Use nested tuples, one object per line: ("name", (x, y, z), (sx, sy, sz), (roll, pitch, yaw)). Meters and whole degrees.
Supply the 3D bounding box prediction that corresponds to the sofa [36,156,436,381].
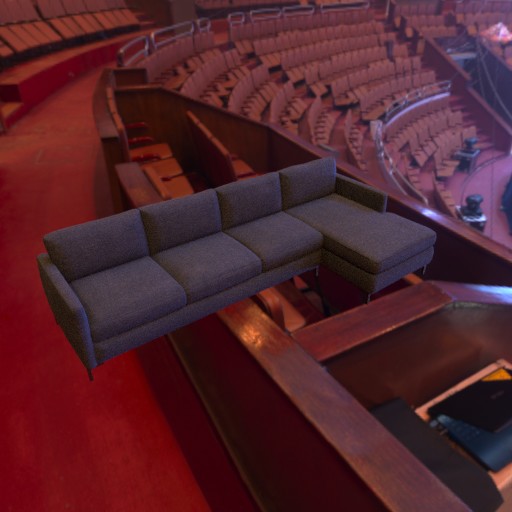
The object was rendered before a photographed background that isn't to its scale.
("sofa", (0.000, 0.000, 3.496), (2.932, 0.810, 1.350), (-21, 37, -31))
